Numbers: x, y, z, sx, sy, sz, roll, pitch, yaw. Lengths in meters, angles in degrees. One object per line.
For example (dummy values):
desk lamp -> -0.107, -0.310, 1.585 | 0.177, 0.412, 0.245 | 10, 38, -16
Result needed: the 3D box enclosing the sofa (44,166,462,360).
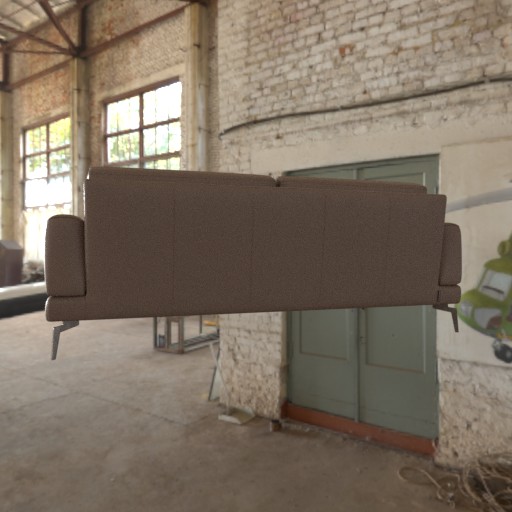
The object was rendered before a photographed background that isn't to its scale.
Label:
sofa -> 0.000, 0.000, 2.339 | 1.940, 0.765, 0.974 | 0, 1, -17
